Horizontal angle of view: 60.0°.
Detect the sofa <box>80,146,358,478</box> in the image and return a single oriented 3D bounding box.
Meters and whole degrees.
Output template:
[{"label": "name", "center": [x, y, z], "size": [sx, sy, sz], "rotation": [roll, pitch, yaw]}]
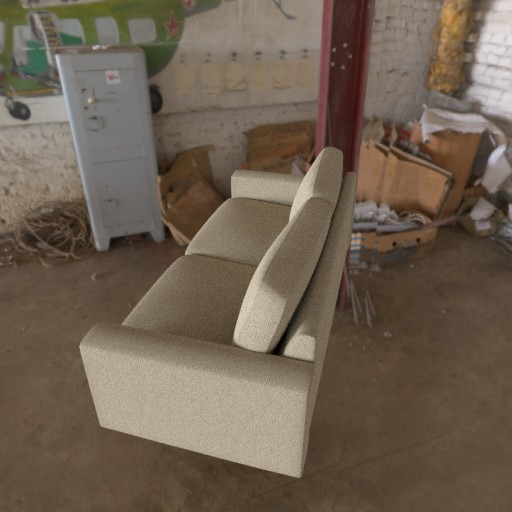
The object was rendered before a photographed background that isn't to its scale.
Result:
[{"label": "sofa", "center": [0.000, 0.000, 2.691], "size": [1.016, 0.873, 2.179], "rotation": [8, 32, 13]}]
